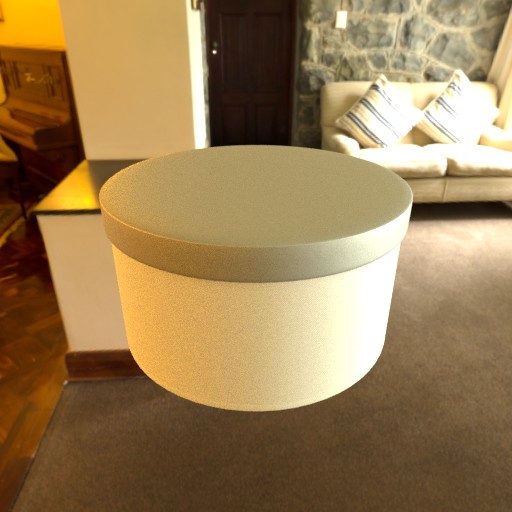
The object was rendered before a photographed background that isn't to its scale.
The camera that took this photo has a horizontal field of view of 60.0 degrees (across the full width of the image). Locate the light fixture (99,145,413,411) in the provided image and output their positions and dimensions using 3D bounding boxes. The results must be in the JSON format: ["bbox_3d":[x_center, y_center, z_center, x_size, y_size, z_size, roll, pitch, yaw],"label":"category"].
[{"bbox_3d":[0.000,0.000,0.633,0.393,0.229,0.393,0,27,0],"label":"light fixture"}]
